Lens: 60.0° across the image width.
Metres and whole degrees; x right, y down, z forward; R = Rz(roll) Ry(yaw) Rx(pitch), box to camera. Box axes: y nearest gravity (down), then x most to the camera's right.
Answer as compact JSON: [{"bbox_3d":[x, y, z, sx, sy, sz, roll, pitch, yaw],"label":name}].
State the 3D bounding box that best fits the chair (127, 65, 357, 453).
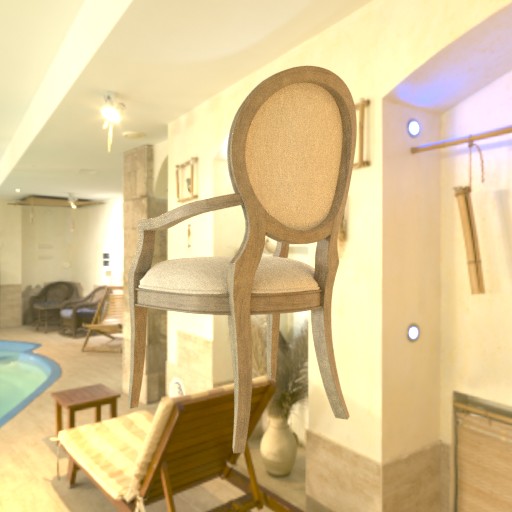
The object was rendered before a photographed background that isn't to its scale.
[{"bbox_3d":[0.000,0.000,1.390,0.611,0.991,0.602,0,0,-36],"label":"chair"}]
